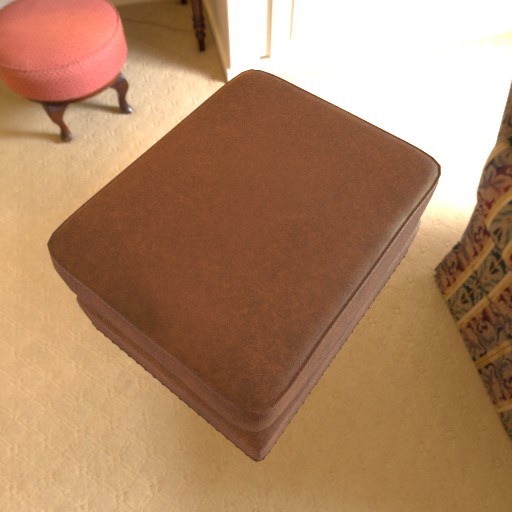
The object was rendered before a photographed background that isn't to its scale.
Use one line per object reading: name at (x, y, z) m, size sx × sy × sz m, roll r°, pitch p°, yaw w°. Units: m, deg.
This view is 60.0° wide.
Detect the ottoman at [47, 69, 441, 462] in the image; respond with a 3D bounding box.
ottoman at (0.000, 0.000, 1.116) m, size 0.589 × 0.537 × 0.738 m, roll 34°, pitch 66°, yaw 17°
